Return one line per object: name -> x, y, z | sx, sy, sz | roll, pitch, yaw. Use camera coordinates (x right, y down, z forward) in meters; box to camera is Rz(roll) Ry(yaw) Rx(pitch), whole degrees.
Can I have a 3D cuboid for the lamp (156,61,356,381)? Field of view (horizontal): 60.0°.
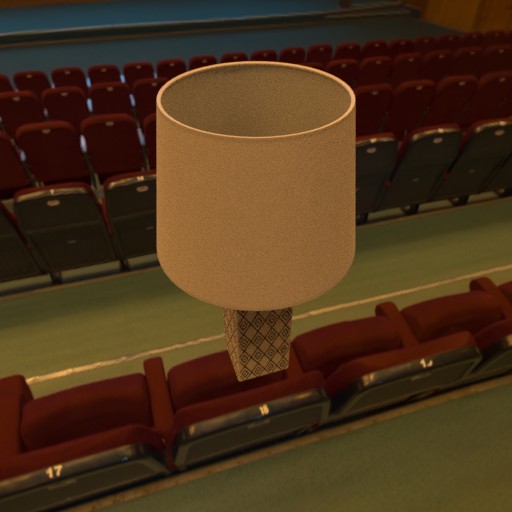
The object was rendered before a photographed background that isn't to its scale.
lamp -> 0.000, 0.000, 0.590 | 0.251, 0.435, 0.251 | 0, 41, 0
